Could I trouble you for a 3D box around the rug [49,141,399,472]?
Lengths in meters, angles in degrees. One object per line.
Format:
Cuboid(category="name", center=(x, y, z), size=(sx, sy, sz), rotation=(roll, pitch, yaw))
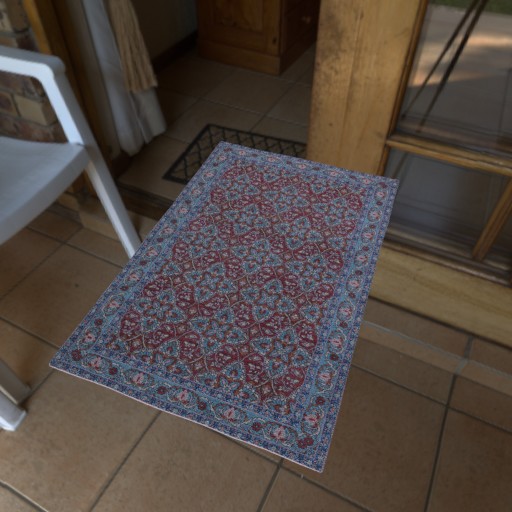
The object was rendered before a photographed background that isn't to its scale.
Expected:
Cuboid(category="rug", center=(0.000, 0.000, 2.335), size=(1.219, 0.009, 1.829), rotation=(16, 50, 14))
